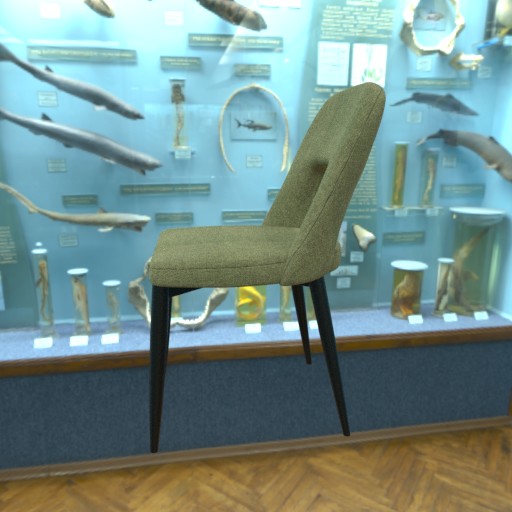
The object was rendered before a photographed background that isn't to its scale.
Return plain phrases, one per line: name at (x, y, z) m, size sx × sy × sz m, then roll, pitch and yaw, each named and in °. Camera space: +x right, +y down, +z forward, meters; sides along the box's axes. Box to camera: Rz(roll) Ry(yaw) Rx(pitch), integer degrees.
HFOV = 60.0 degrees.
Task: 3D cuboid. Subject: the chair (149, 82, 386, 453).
chair at (0.000, 0.000, 1.275) m, size 0.612 × 0.931 × 0.470 m, roll -2°, pitch 14°, yaw -8°
